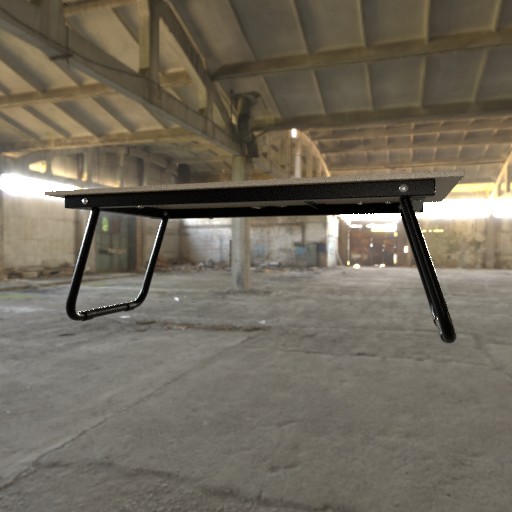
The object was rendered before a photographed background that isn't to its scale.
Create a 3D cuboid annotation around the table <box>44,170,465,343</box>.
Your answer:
[{"bbox_3d":[0.000,0.000,0.796,0.644,0.242,0.322,0,1,18],"label":"table"}]
